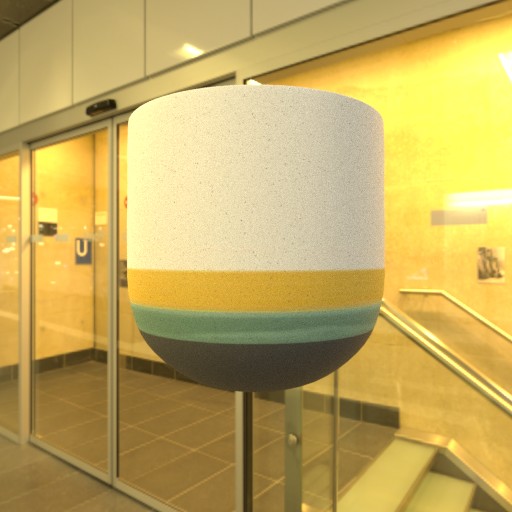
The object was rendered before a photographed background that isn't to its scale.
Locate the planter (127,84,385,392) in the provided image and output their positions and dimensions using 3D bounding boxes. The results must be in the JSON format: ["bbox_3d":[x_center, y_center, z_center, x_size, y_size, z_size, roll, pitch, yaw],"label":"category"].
[{"bbox_3d":[0.000,0.000,0.480,0.268,0.270,0.268,0,0,0],"label":"planter"}]
